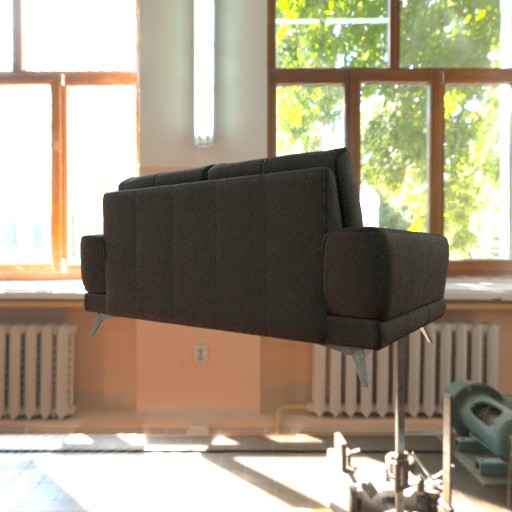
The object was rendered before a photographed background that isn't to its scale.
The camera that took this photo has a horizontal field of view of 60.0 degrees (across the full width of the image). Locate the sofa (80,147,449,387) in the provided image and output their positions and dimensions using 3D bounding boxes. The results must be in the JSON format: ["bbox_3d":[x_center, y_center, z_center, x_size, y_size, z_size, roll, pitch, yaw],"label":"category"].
[{"bbox_3d":[0.000,0.000,2.418,1.806,0.907,1.018,1,1,35],"label":"sofa"}]
